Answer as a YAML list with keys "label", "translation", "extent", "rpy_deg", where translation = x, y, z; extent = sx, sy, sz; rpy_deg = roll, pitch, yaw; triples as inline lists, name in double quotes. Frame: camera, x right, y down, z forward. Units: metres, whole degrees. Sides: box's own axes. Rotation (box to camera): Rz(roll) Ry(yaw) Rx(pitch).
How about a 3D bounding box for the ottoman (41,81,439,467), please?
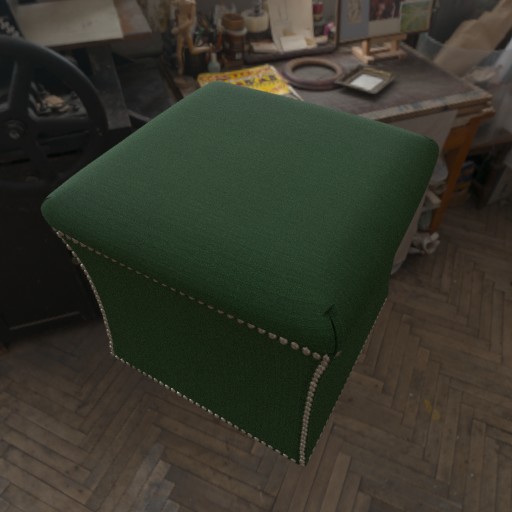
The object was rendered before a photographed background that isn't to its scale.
- label: "ottoman"
  translation: [0.000, 0.000, 0.868]
  extent: [0.507, 0.475, 0.497]
  rpy_deg: [23, 50, 20]
